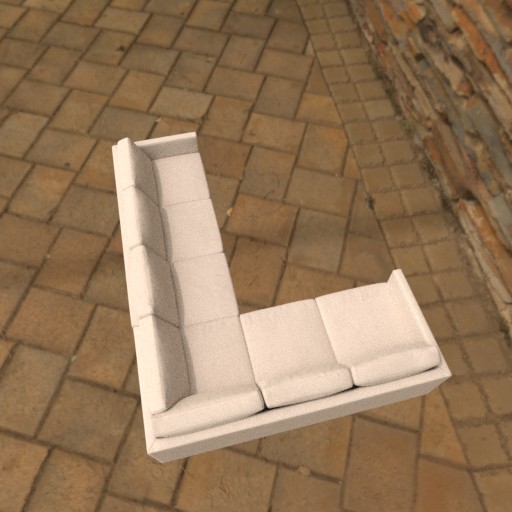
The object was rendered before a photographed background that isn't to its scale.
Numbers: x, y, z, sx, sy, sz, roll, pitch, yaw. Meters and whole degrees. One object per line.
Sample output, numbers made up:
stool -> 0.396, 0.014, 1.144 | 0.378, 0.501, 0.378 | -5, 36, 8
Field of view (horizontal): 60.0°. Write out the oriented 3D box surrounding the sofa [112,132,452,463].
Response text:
sofa -> 0.000, 0.000, 4.348 | 2.432, 0.863, 3.182 | -12, 60, -7
